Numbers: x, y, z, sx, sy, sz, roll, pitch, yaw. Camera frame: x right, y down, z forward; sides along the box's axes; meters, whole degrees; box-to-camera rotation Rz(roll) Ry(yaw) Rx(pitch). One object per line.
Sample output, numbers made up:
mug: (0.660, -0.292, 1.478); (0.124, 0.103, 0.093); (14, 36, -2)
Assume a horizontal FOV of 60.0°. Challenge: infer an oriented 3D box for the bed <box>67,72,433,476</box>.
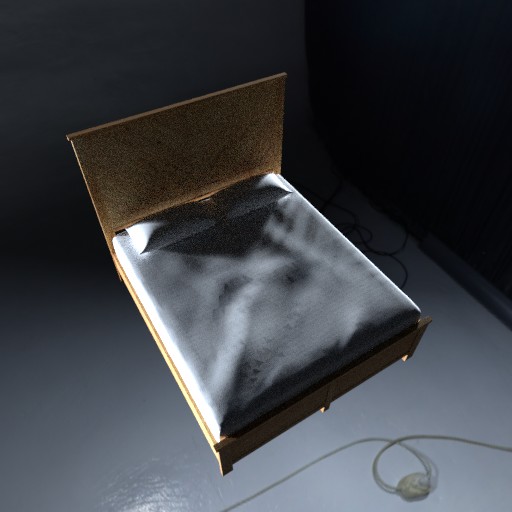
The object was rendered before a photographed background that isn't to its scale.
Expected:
bed: (0.000, 0.000, 3.601); (1.936, 1.686, 2.201); (-24, 52, -20)
